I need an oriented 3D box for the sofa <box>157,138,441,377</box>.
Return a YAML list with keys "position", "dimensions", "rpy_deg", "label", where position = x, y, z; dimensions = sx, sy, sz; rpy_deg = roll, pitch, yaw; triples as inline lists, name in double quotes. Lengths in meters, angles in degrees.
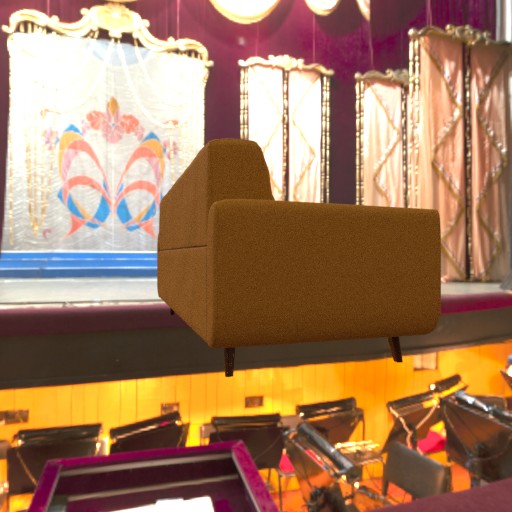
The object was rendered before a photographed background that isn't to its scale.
- position: [0.000, 0.000, 2.471]
  dimensions: [0.909, 0.841, 2.029]
  rpy_deg: [0, 0, -17]
  label: "sofa"
